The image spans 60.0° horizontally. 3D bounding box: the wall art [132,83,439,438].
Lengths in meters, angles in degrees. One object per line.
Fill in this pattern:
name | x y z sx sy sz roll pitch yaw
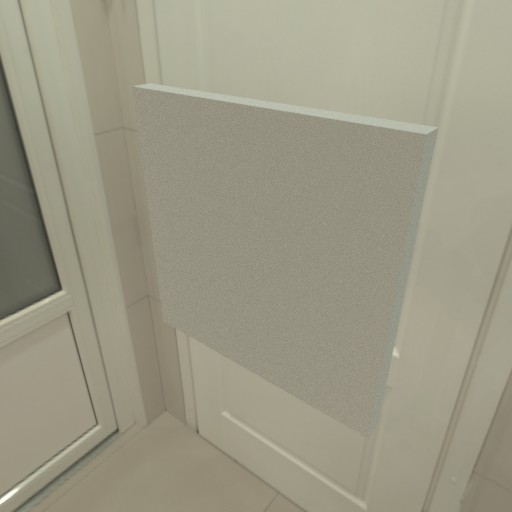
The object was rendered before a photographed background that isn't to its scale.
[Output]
wall art | 0.000 0.000 0.533 0.355 0.355 0.027 21 36 32
